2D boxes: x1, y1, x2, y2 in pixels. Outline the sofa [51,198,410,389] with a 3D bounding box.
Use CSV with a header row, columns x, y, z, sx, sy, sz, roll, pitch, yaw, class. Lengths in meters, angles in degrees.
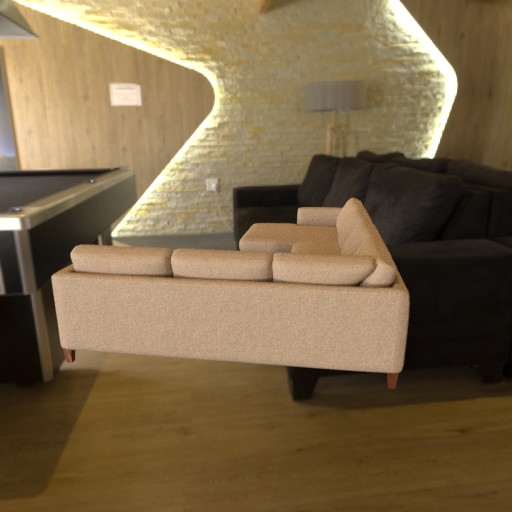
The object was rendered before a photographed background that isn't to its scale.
x,y,z,sx,sy,sz,roll,pitch,yaw,class
0.000,0.000,4.689,2.551,0.889,3.403,2,15,8,sofa
